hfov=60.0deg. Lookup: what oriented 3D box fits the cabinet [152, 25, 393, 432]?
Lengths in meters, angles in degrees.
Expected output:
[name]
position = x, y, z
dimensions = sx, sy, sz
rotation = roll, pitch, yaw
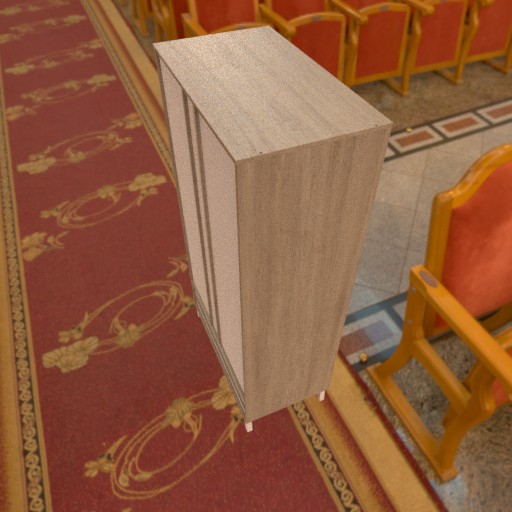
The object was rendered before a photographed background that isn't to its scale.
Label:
[cabinet]
position = 0.000, 0.000, 2.449
dimensions = 0.571, 1.999, 1.006
rotation = -17, 48, -16
